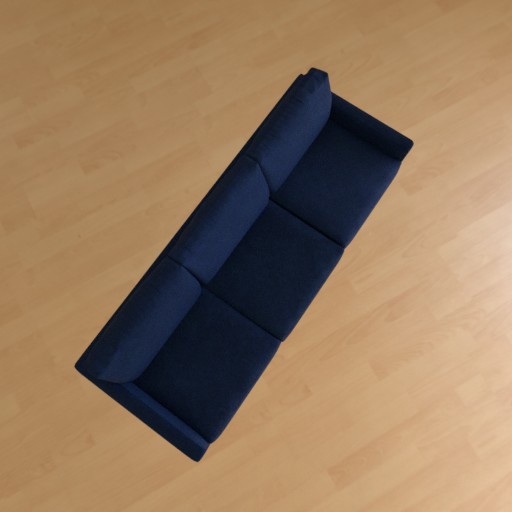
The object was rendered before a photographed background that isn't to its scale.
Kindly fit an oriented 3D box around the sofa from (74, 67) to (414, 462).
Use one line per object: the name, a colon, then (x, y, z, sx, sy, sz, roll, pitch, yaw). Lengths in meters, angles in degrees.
sofa: (0.000, 0.000, 2.722, 0.875, 0.879, 2.252, 34, 79, 8)
